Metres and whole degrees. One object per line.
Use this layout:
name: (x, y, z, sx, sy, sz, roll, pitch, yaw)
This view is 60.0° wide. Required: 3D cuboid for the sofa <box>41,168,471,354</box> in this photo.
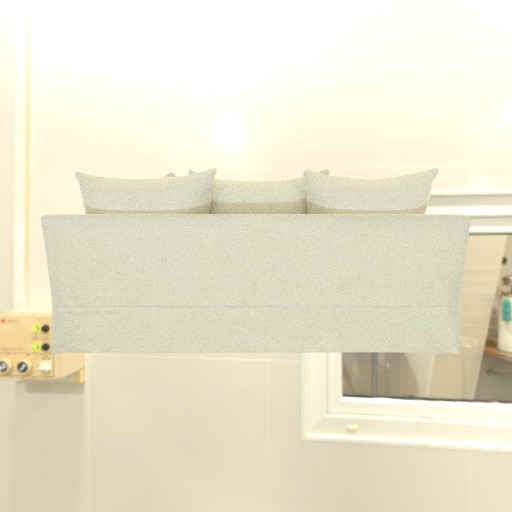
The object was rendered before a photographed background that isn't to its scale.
sofa: (0.000, 0.000, 2.827, 2.290, 1.034, 1.031, 0, 0, 0)
